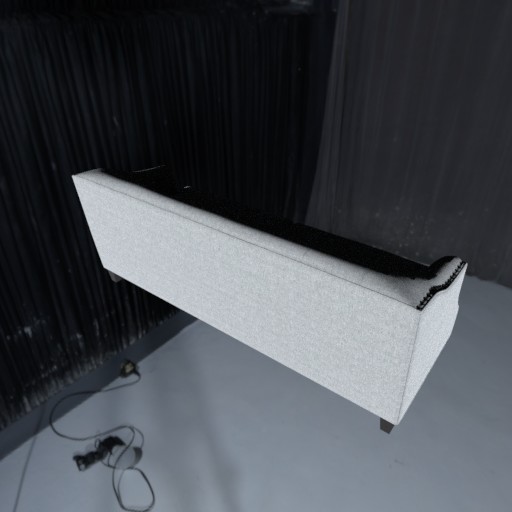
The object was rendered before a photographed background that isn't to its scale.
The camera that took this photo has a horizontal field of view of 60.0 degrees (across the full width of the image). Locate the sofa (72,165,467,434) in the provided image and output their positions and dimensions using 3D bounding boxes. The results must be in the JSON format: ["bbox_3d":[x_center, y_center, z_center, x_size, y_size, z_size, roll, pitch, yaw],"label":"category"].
[{"bbox_3d":[0.000,0.000,2.718,2.235,0.901,0.914,22,38,31],"label":"sofa"}]
